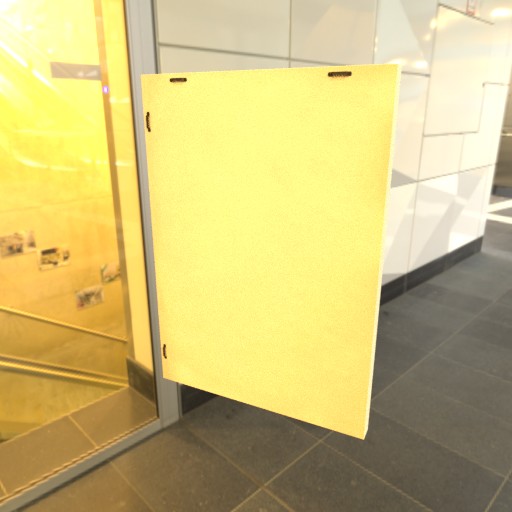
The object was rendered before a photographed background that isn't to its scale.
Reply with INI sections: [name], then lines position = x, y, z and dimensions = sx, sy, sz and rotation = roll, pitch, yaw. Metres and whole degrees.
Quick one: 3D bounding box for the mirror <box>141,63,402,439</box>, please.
[mirror]
position = 0.000, 0.000, 0.917
dimensions = 0.507, 0.710, 0.040
rotation = 9, 20, 25
